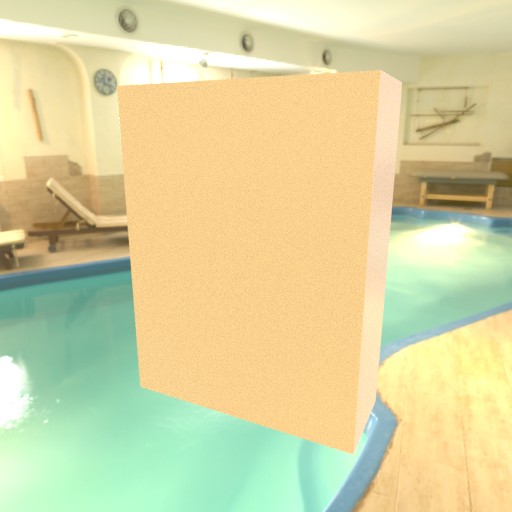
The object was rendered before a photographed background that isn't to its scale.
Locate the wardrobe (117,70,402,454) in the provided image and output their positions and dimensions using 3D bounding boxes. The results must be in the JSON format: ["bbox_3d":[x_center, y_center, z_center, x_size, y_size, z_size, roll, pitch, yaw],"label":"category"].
[{"bbox_3d":[0.000,0.000,1.654,0.900,1.200,0.360,8,17,26],"label":"wardrobe"}]
